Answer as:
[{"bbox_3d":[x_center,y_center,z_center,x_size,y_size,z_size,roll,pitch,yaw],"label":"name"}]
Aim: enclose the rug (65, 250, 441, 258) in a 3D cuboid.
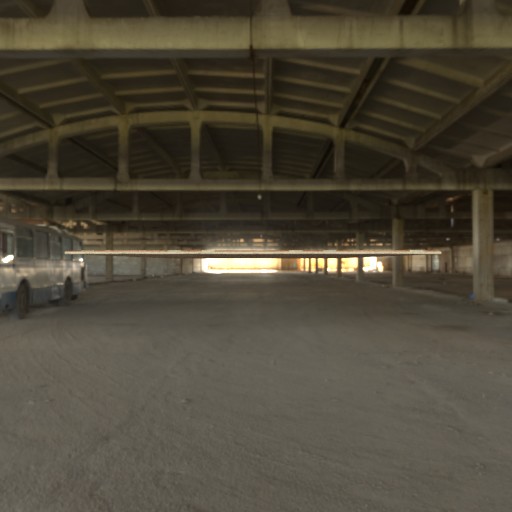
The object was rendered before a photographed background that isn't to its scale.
[{"bbox_3d":[0.000,0.000,2.967,1.555,0.016,2.286,0,-1,1],"label":"rug"}]
